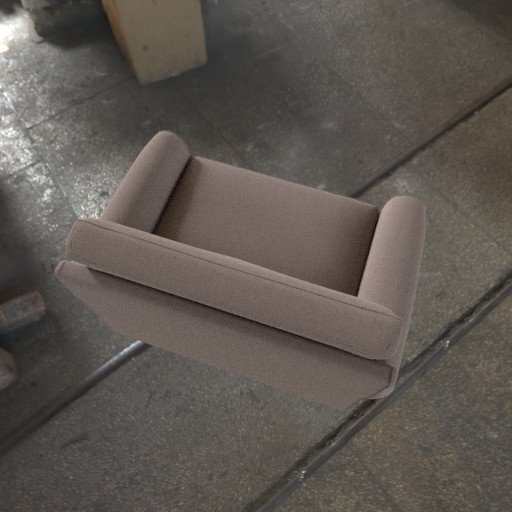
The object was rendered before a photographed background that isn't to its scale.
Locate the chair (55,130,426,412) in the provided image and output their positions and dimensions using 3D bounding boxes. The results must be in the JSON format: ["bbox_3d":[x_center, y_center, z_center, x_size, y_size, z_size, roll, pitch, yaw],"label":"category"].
[{"bbox_3d":[0.000,0.000,2.030,1.390,0.930,0.930,17,65,8],"label":"chair"}]
